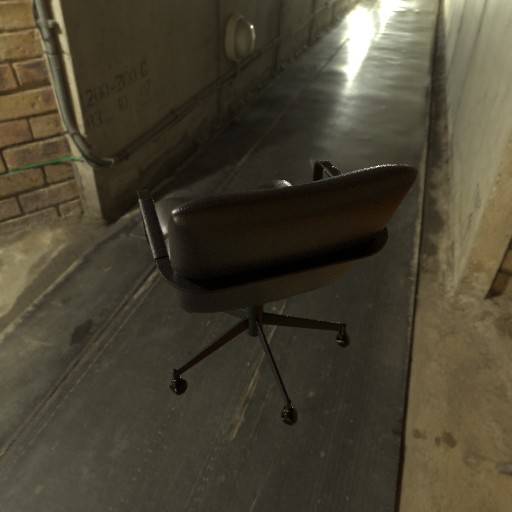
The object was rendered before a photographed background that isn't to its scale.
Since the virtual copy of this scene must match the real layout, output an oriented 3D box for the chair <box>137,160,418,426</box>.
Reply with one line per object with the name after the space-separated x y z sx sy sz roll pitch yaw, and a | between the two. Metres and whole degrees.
0.000 0.000 1.473 0.719 0.922 0.748 -12 40 -15 | chair
